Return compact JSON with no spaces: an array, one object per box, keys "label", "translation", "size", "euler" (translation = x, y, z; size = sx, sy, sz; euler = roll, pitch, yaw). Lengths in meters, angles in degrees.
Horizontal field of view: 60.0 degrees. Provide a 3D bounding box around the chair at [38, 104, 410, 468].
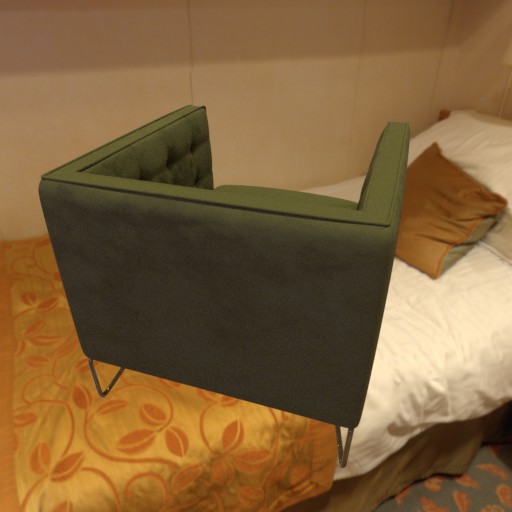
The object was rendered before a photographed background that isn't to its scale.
[{"label":"chair","translation":[0.000,0.000,1.517],"size":[0.880,0.790,0.894],"euler":[10,33,16]}]
